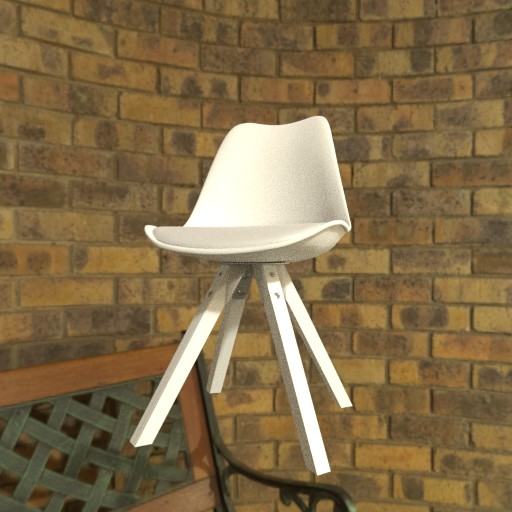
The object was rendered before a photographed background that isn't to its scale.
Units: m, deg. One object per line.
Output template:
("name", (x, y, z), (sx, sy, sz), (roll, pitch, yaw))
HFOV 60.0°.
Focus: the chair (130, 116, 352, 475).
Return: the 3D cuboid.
("chair", (0.000, 0.000, 1.147), (0.485, 0.850, 0.550), (0, 0, 18))
